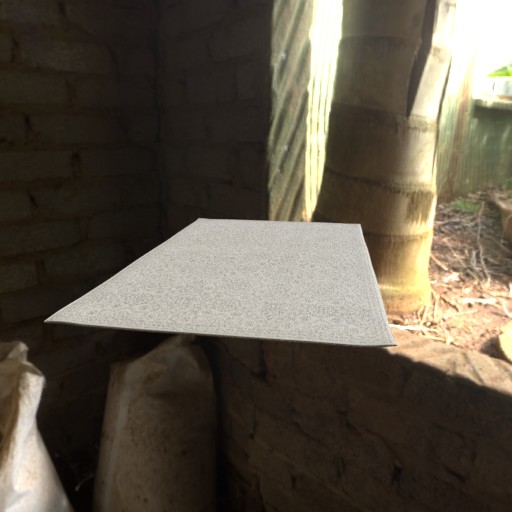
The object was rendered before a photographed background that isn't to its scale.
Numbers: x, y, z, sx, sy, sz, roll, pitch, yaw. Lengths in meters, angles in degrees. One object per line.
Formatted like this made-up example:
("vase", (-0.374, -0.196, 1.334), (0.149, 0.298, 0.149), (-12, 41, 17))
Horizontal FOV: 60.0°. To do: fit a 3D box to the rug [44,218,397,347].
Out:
("rug", (0.000, 0.000, 2.395), (1.214, 0.023, 1.947), (3, 16, 9))
